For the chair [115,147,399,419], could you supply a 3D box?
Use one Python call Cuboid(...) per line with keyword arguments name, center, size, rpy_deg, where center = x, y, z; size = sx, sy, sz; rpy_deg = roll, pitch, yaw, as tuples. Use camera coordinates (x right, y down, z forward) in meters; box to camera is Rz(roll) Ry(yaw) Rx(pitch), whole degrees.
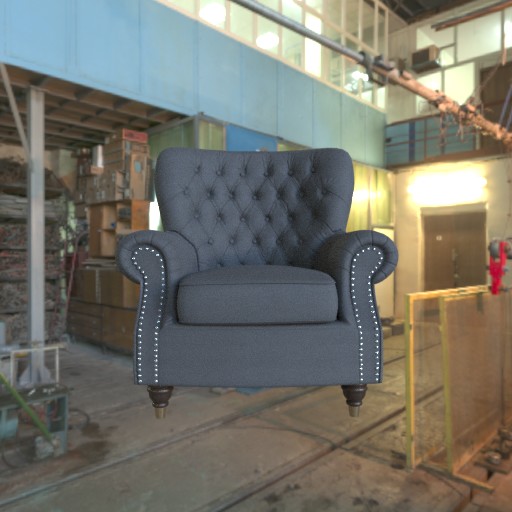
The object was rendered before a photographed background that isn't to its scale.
Cuboid(name="chair", center=(0.000, 0.000, 1.831), size=(0.983, 1.046, 0.983), rpy_deg=(0, 0, -1))
